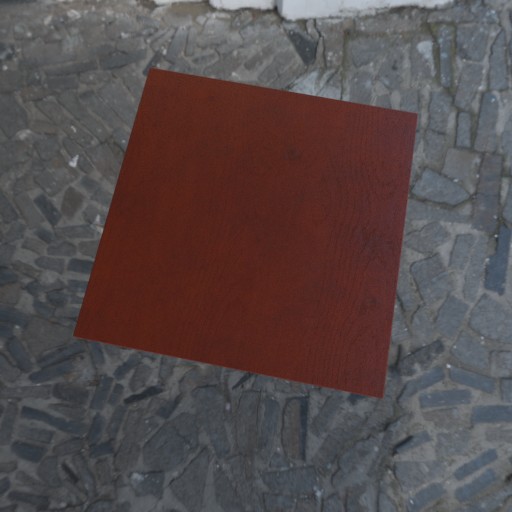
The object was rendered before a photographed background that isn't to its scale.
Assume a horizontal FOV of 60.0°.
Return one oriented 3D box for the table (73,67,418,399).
[{"bbox_3d":[0.000,0.000,1.025,0.522,0.558,0.523,13,77,3],"label":"table"}]
